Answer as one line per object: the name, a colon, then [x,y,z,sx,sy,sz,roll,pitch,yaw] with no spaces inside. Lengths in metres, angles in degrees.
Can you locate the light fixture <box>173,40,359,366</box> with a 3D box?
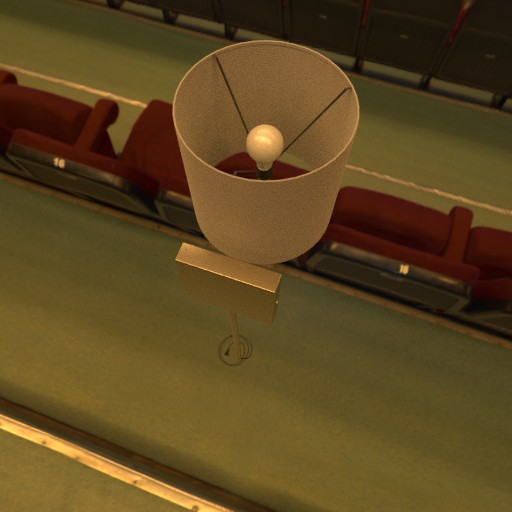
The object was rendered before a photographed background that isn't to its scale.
light fixture: [0.000,0.000,0.700,0.188,0.589,0.248,18,66,8]
